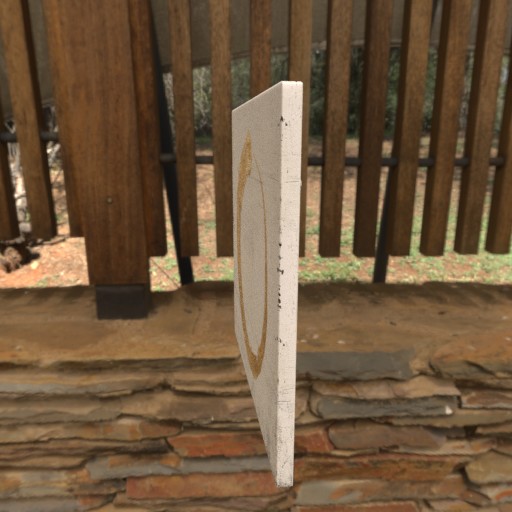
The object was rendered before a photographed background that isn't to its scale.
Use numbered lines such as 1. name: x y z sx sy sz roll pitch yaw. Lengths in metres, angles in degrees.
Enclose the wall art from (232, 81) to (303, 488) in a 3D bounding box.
1. wall art: 0.000 0.000 1.150 0.038 0.762 0.762 -2 15 -9
